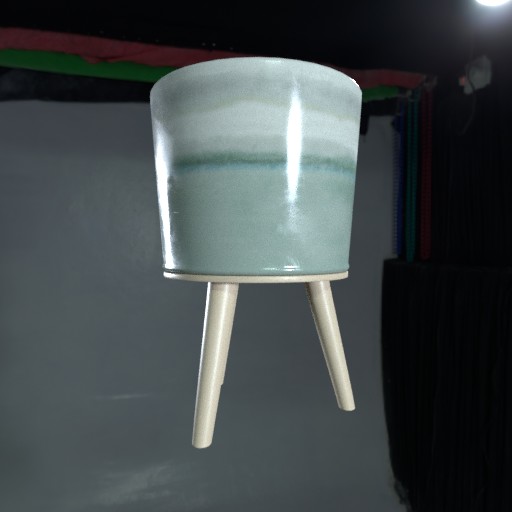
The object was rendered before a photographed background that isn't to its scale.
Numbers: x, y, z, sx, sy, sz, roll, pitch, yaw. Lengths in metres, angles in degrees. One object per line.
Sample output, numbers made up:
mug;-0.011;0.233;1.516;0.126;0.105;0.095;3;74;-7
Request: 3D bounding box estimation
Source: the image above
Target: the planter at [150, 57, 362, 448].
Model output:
planter;0.000;0.000;0.575;0.265;0.404;0.265;0;1;-18
